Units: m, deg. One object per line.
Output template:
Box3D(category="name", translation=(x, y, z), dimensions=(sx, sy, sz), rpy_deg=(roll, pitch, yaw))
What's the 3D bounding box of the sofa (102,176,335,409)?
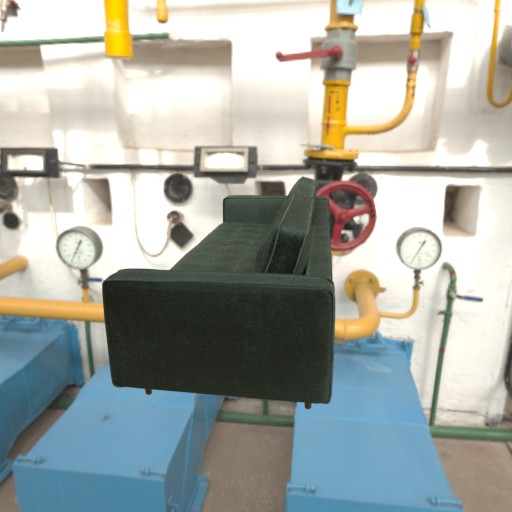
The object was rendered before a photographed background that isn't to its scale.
Box3D(category="sofa", translation=(0.000, 0.000, 2.655), dimensions=(0.886, 0.781, 2.214), rpy_deg=(2, 16, 8))
